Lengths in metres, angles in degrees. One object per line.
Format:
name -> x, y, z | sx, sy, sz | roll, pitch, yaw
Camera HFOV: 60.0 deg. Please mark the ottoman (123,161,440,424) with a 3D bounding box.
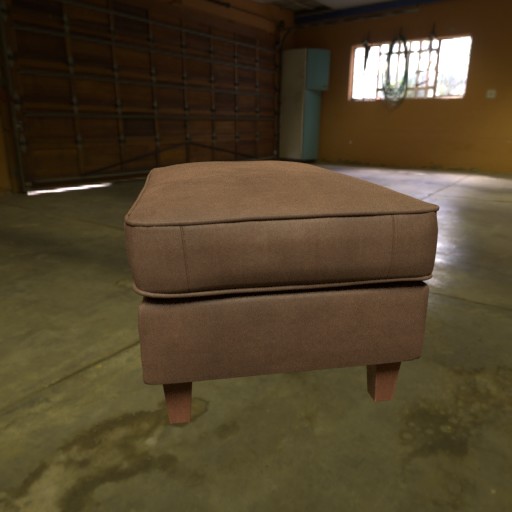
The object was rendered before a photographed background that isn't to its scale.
ottoman -> 0.000, 0.000, 1.217 | 0.596, 0.481, 0.860 | -3, 17, -9
